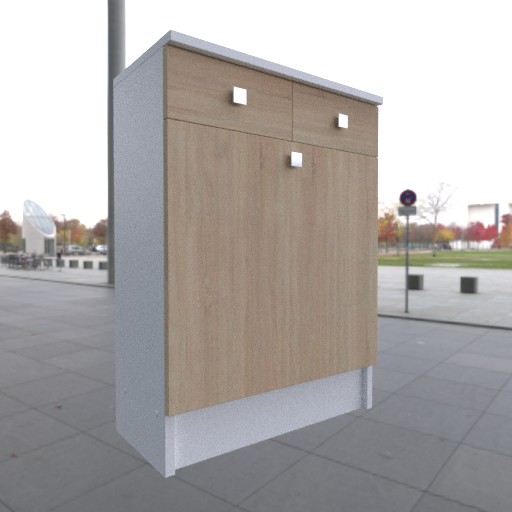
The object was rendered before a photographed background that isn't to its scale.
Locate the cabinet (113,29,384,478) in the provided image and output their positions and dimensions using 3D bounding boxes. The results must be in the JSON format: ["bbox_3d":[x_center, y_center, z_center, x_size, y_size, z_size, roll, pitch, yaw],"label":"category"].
[{"bbox_3d":[0.000,0.000,1.087,0.600,0.815,0.296,-1,2,-37],"label":"cabinet"}]
